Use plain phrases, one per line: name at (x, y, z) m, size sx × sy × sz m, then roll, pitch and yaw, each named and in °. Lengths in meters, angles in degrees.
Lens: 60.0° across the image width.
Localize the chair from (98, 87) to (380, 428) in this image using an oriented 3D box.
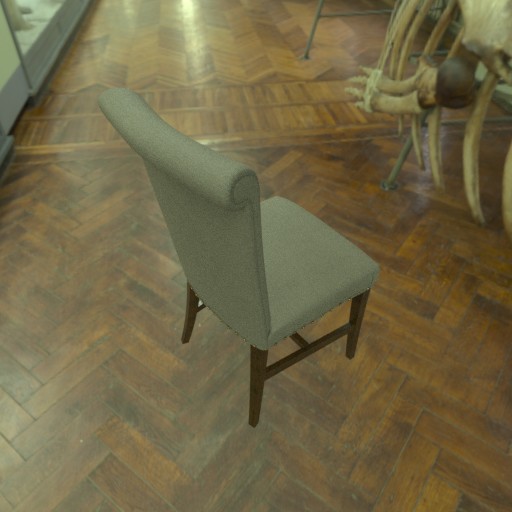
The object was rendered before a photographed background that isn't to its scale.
chair at (0.000, 0.000, 1.336) m, size 0.608 × 0.988 × 0.513 m, roll -28°, pitch 49°, yaw -28°
